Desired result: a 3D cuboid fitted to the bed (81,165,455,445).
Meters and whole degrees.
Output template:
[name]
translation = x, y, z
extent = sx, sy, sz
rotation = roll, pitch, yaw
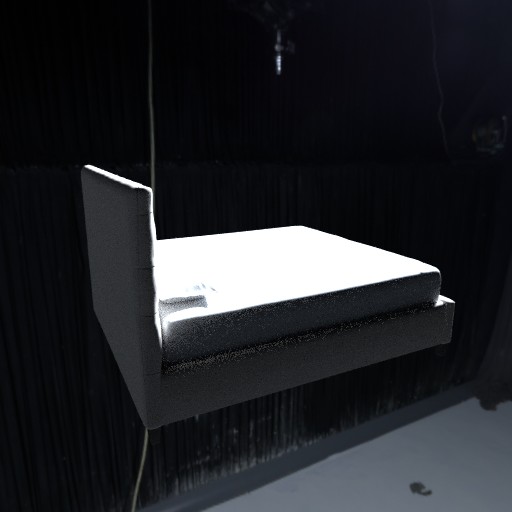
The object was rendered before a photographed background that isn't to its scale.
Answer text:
[bed]
translation = 0.000, 0.000, 3.658
extent = 2.387, 1.427, 2.078
rotation = -7, 16, -26
